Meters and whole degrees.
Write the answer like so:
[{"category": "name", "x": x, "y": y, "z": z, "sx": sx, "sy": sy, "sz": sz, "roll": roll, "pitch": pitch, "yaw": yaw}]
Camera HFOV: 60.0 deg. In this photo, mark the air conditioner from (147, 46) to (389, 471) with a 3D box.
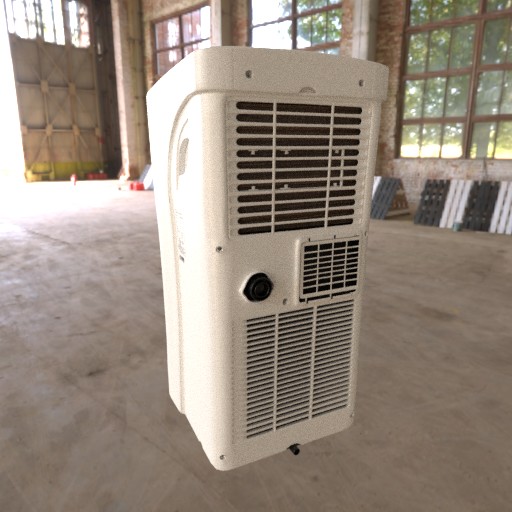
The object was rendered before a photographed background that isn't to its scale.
[{"category": "air conditioner", "x": 0.000, "y": 0.000, "z": 0.903, "sx": 0.352, "sy": 0.716, "sz": 0.369, "roll": -7, "pitch": 16, "yaw": -26}]
